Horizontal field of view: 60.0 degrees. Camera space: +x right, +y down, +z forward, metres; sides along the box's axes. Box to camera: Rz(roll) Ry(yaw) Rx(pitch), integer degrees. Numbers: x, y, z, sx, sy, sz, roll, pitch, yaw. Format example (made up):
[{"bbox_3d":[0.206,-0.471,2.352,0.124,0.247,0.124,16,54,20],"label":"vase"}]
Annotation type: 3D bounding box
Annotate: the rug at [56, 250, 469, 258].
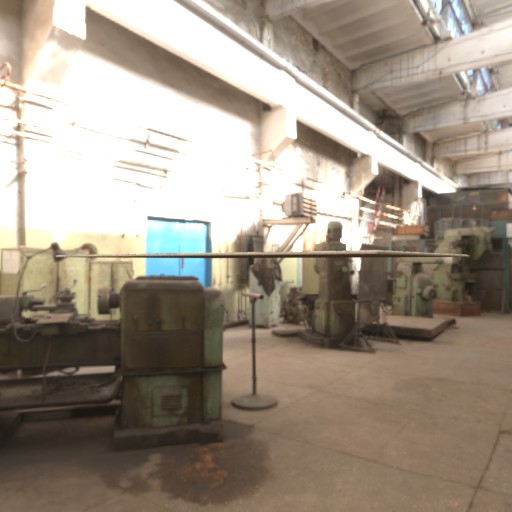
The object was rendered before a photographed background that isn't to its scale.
[{"bbox_3d":[0.000,0.000,2.346,1.831,0.012,1.213,-1,-1,37],"label":"rug"}]
